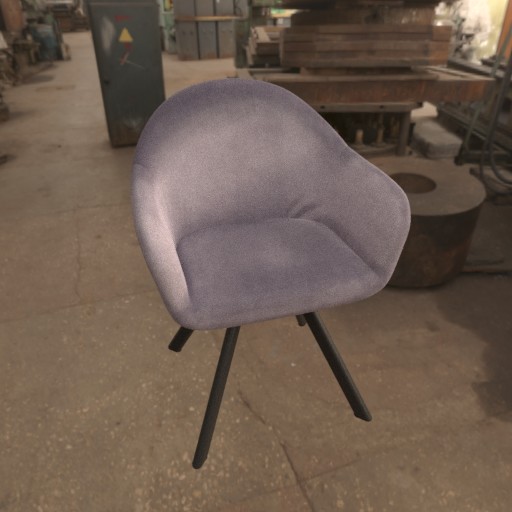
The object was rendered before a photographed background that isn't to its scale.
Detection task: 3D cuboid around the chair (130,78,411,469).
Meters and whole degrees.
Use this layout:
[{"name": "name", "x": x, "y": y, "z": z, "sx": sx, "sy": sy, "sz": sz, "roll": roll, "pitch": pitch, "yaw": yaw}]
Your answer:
[{"name": "chair", "x": 0.000, "y": 0.000, "z": 1.126, "sx": 0.570, "sy": 0.780, "sz": 0.540, "roll": -9, "pitch": 31, "yaw": -15}]
